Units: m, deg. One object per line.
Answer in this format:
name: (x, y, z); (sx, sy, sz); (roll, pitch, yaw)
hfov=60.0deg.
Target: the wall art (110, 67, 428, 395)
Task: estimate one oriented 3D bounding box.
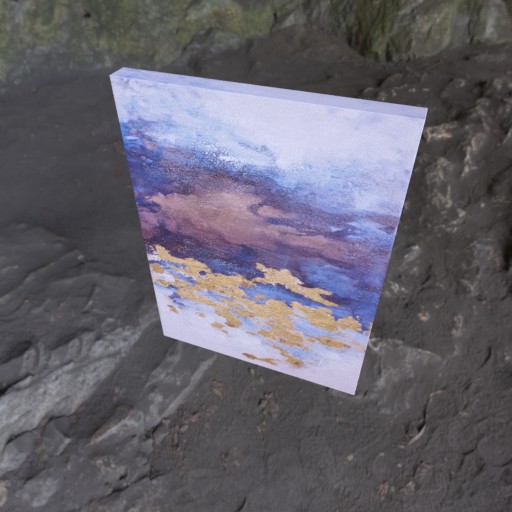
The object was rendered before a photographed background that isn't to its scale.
wall art: (0.000, 0.000, 0.779); (0.437, 0.581, 0.036); (14, 42, 16)
